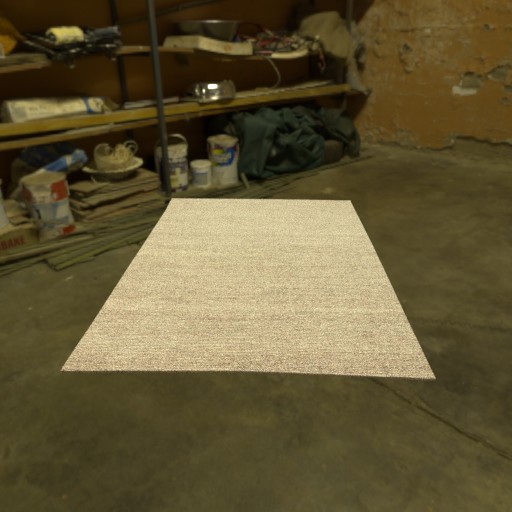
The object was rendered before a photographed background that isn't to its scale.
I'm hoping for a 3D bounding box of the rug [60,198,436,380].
[{"bbox_3d":[0.000,0.000,2.933,1.609,0.030,2.342,1,26,2],"label":"rug"}]
